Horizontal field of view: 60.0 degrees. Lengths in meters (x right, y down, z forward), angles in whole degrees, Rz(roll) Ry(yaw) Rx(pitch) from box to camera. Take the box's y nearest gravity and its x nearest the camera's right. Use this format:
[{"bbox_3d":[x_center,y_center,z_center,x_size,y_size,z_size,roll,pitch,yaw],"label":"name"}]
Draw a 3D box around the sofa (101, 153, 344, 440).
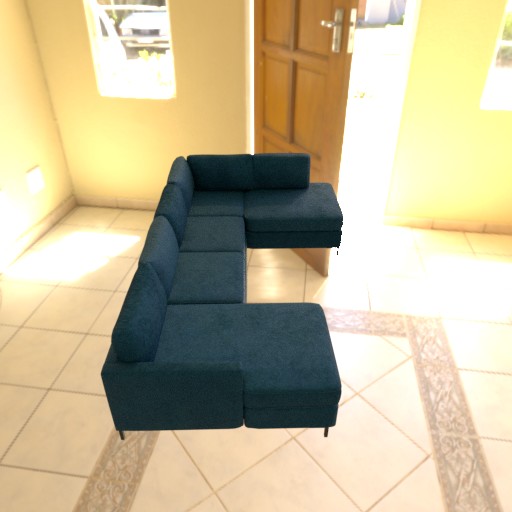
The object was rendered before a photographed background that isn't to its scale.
[{"bbox_3d":[0.000,0.000,4.365,2.055,0.992,3.434,-1,33,-1],"label":"sofa"}]
